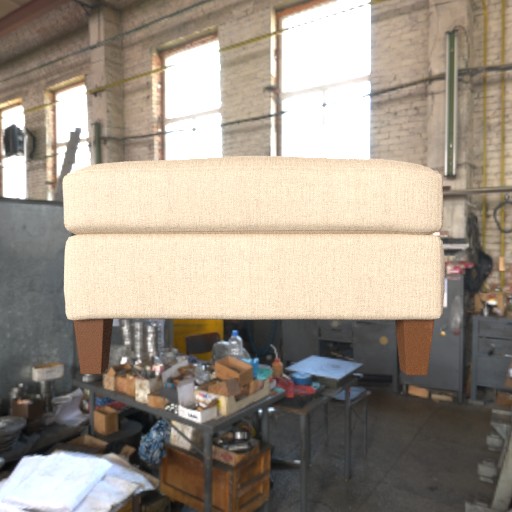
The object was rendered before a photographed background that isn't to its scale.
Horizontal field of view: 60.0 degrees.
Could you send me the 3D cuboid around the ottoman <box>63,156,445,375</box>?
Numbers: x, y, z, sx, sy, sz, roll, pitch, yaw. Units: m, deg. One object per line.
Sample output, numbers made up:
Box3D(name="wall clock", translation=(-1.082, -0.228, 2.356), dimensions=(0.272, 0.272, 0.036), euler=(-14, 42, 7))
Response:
Box3D(name="ottoman", translation=(0.000, 0.000, 1.348), dimensions=(0.838, 0.503, 0.838), euler=(0, 2, 1))
